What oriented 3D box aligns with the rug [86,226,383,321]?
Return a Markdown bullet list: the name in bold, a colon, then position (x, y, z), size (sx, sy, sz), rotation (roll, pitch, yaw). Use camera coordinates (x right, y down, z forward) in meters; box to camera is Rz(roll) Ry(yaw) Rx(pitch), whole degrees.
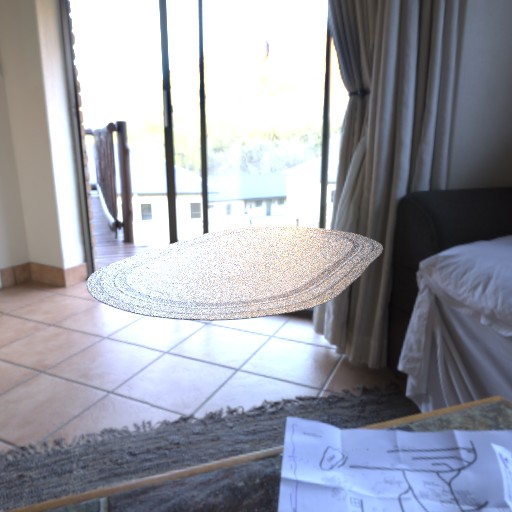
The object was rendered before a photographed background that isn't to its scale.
- **rug**: position (0.000, 0.000, 3.064), size (1.520, 0.006, 2.432), rotation (7, 15, 26)
